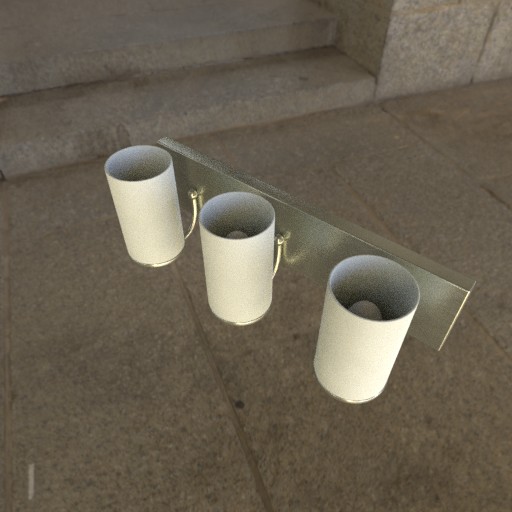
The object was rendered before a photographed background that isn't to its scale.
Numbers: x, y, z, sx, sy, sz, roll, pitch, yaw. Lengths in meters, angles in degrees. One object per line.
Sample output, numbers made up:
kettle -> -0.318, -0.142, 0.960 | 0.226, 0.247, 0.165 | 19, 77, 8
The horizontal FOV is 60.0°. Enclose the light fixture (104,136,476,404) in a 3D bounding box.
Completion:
light fixture -> 0.000, 0.000, 0.539 | 0.451, 0.172, 0.145 | 30, 52, 26
